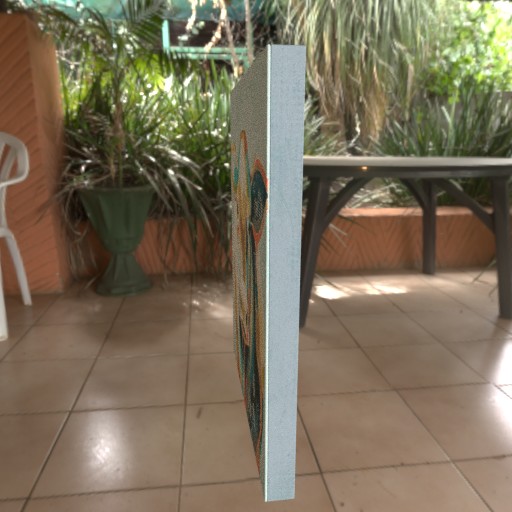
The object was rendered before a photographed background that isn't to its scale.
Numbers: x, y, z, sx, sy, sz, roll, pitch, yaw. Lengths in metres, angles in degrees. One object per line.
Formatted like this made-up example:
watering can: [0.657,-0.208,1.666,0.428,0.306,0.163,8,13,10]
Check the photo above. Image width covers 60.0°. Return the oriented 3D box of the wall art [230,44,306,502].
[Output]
wall art: [0.000,0.000,0.671,0.037,0.509,0.409,-2,15,-8]
